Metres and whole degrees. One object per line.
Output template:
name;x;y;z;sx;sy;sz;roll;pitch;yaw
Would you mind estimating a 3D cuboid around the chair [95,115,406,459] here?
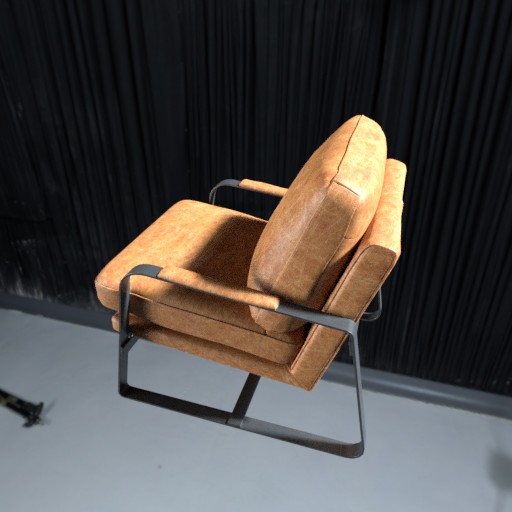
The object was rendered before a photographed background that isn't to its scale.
chair;0.000;0.000;1.355;0.801;0.777;0.651;9;33;15
